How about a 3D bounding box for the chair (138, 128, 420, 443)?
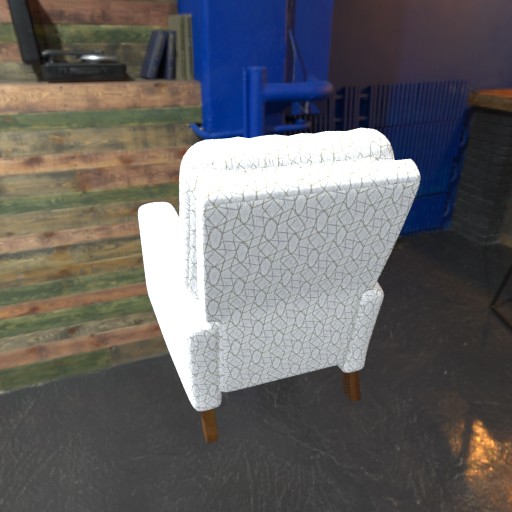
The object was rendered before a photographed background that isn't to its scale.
[{"bbox_3d":[0.000,0.000,1.752,0.796,1.064,0.995,-9,27,-18],"label":"chair"}]
